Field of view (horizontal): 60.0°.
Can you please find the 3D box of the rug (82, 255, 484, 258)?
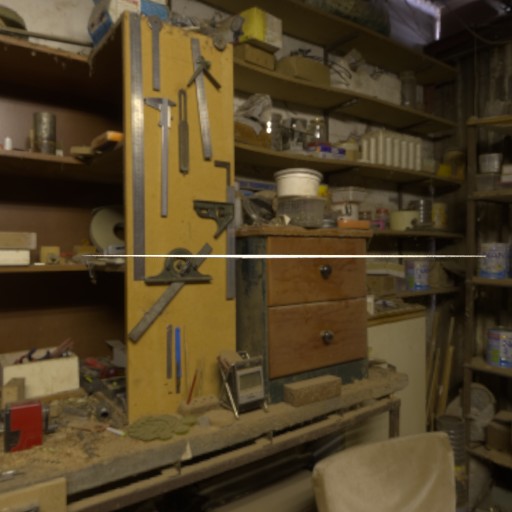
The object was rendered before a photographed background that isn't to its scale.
[{"bbox_3d":[0.000,0.000,4.301,2.438,0.006,3.197,0,0,-35],"label":"rug"}]
